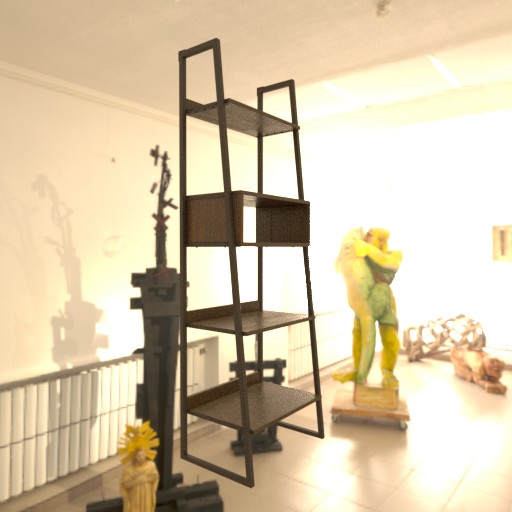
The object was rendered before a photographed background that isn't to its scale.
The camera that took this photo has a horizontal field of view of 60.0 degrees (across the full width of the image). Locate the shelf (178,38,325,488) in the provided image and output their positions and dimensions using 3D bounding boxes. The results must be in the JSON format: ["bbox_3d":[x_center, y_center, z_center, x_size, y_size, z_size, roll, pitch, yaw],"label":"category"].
[{"bbox_3d":[0.000,0.000,2.301,0.454,2.005,0.652,1,1,38],"label":"shelf"}]
